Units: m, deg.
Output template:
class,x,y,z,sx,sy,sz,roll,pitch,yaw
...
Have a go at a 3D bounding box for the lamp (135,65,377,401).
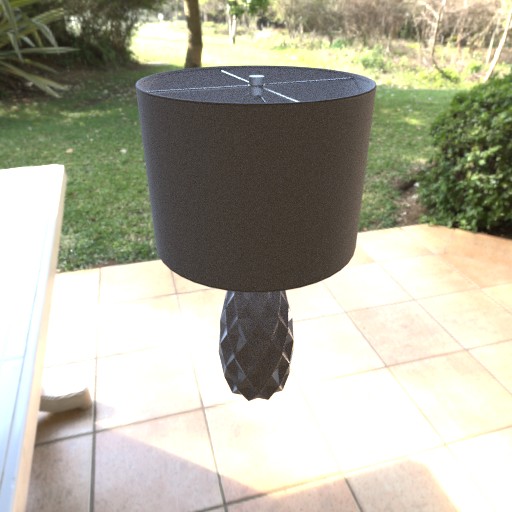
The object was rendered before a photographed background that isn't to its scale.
class,x,y,z,sx,sy,sz,roll,pitch,yaw
lamp,0.000,0.000,0.688,0.297,0.522,0.297,0,30,0
